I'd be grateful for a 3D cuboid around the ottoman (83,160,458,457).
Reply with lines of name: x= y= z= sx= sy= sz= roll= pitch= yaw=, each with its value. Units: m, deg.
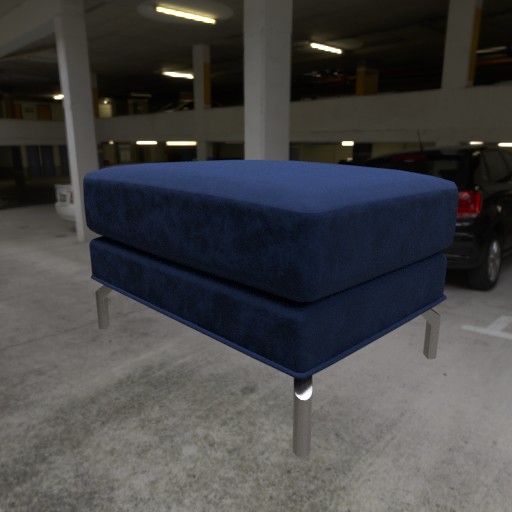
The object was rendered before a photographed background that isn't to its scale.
ottoman: x=0.000 y=0.000 z=1.199 sx=0.587 sy=0.498 sz=0.835 roll=-14 pitch=20 yaw=-43
